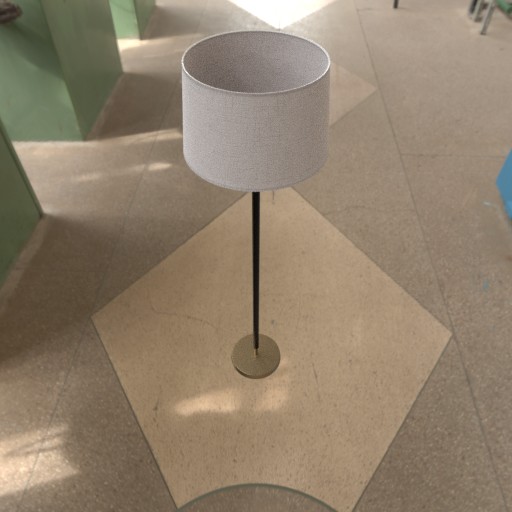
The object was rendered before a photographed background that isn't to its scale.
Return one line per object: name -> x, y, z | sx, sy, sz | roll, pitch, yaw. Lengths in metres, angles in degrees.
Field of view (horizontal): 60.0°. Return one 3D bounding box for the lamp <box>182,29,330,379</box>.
lamp -> 0.000, 0.000, 1.632 | 0.420, 1.447, 0.420 | 0, 47, 0
